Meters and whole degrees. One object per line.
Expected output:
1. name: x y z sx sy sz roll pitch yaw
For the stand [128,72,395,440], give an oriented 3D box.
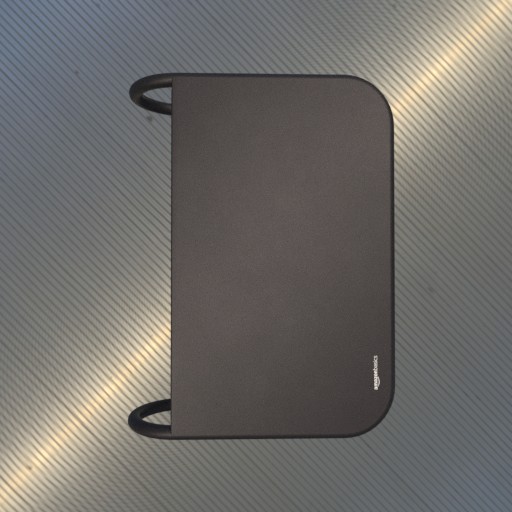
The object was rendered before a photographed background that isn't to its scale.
1. stand: 0.000 0.000 0.495 0.280 0.108 0.370 0 89 -2
